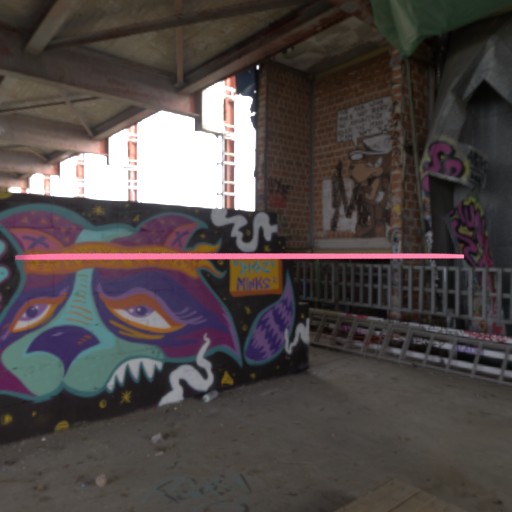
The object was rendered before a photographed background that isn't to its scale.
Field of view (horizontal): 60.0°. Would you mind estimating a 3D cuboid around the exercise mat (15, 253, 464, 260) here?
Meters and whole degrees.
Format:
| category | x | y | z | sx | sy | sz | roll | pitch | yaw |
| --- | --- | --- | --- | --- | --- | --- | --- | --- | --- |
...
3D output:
| category | x | y | z | sx | sy | sz | roll | pitch | yaw |
| --- | --- | --- | --- | --- | --- | --- | --- | --- | --- |
| exercise mat | 0.000 | 0.000 | 2.031 | 1.884 | 0.021 | 0.616 | 0 | 0 | -20 |
